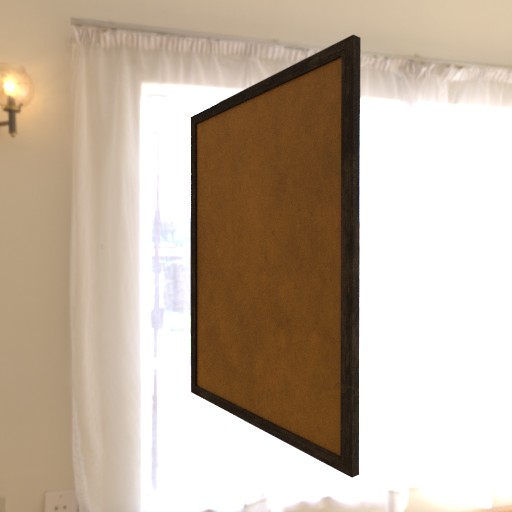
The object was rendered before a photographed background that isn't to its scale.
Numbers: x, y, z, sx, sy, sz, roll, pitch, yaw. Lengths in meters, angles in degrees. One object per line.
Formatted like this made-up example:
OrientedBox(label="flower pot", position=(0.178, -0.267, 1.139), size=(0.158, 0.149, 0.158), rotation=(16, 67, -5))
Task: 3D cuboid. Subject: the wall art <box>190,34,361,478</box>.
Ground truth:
OrientedBox(label="wall art", position=(0.000, 0.000, 1.398), size=(0.029, 1.066, 0.812), rotation=(0, 1, -37))
